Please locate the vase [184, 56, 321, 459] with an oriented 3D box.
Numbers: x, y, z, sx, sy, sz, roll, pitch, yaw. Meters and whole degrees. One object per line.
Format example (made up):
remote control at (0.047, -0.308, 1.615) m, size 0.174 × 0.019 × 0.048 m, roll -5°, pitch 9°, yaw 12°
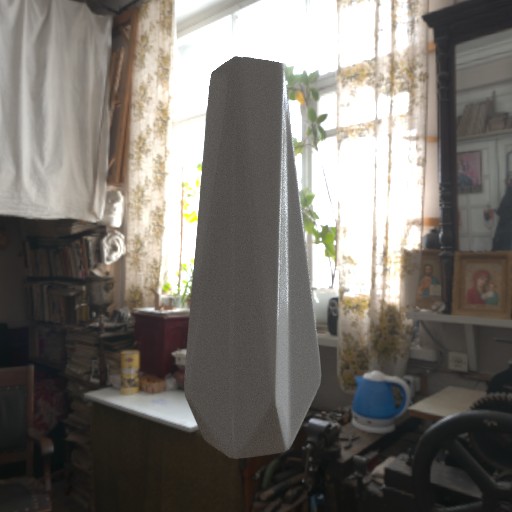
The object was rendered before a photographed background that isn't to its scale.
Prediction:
vase at (0.000, 0.000, 0.396) m, size 0.116 × 0.329 × 0.122 m, roll 0°, pitch -1°, yaw 1°
